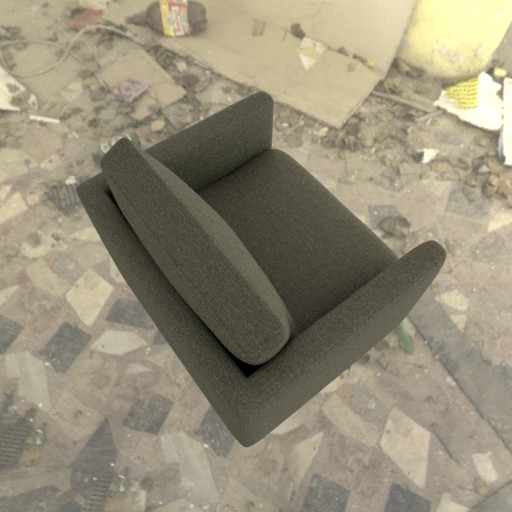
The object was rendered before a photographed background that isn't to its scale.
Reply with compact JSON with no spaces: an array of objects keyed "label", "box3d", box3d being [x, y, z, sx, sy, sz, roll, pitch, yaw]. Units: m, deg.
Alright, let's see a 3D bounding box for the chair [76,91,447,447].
[{"label":"chair","box3d":[0.000,0.000,1.851,0.959,0.963,1.107,-34,65,-18]}]
